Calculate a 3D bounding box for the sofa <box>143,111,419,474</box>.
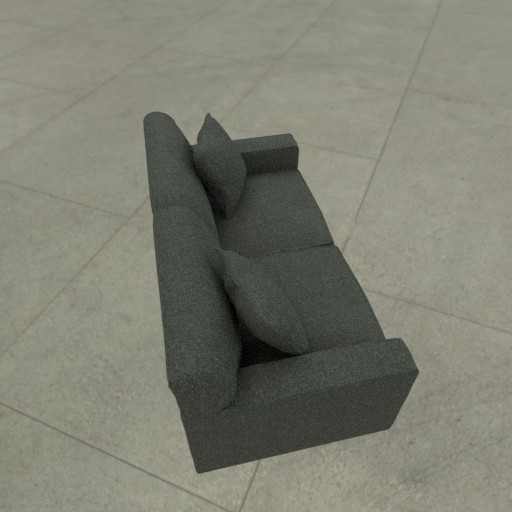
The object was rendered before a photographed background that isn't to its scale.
[{"bbox_3d":[0.000,0.000,2.415,0.998,0.958,1.846,-9,46,-9],"label":"sofa"}]
